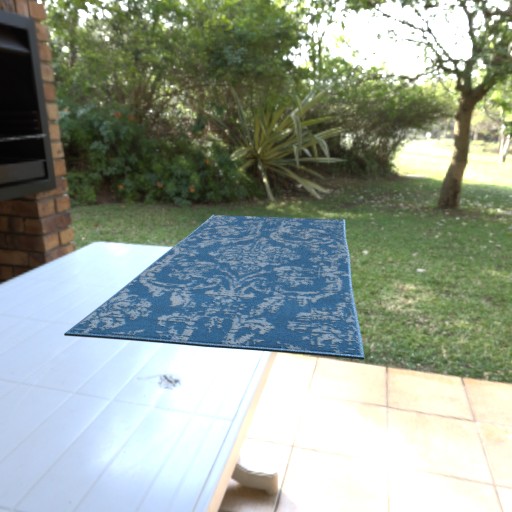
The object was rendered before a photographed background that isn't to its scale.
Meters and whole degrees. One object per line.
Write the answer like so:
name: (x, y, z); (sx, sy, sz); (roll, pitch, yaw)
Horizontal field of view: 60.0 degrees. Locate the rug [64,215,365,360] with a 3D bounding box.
rug: (0.000, 0.000, 1.439); (0.604, 0.007, 1.219); (3, 17, 9)
